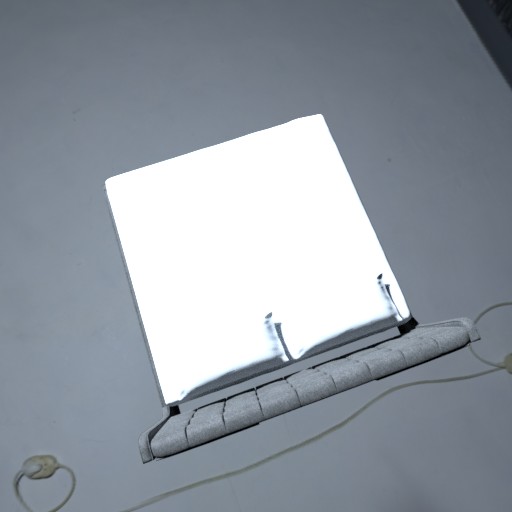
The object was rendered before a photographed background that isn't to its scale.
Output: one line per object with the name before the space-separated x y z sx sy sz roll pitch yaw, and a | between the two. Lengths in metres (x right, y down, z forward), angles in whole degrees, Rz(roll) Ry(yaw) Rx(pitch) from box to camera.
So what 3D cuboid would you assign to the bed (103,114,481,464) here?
bed | 0.000 0.000 2.520 1.531 0.933 1.638 -18 75 -5
